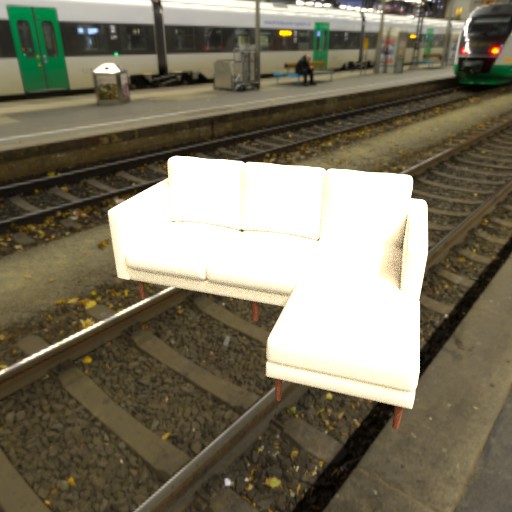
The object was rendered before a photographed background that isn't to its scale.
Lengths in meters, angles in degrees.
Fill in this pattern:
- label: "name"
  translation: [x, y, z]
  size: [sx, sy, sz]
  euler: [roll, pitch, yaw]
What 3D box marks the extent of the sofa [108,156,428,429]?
- label: "sofa"
  translation: [0.000, 0.000, 2.853]
  size: [2.029, 0.899, 1.580]
  euler: [8, 27, 17]
